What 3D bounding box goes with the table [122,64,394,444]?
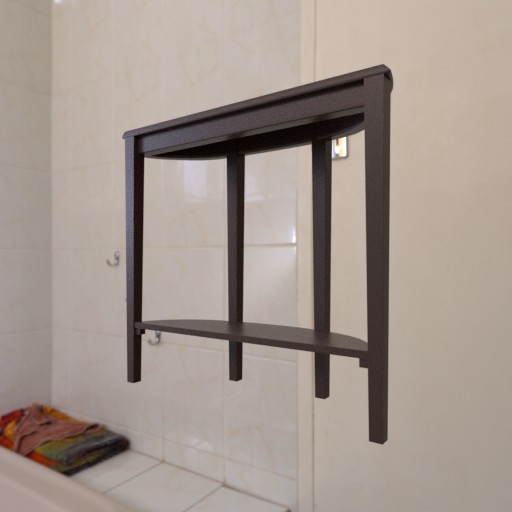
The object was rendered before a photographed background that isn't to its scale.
[{"bbox_3d":[0.000,0.000,1.328,0.909,0.831,0.274,0,-1,36],"label":"table"}]
